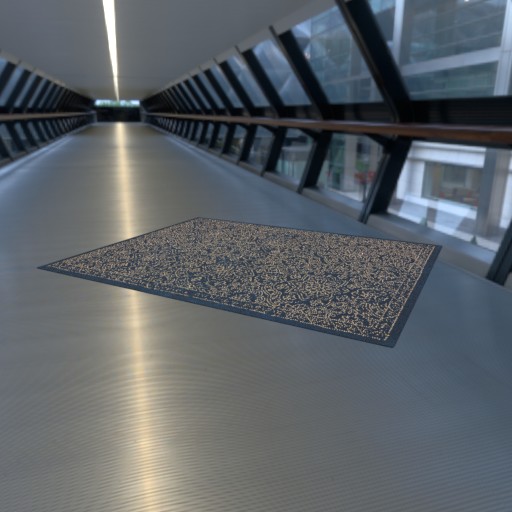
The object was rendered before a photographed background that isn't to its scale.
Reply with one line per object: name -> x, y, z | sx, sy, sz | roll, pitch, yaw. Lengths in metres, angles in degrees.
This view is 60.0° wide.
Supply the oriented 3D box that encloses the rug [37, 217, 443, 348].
rug -> 0.000, 0.000, 4.202 | 3.048, 0.010, 2.438 | 9, 19, 27
